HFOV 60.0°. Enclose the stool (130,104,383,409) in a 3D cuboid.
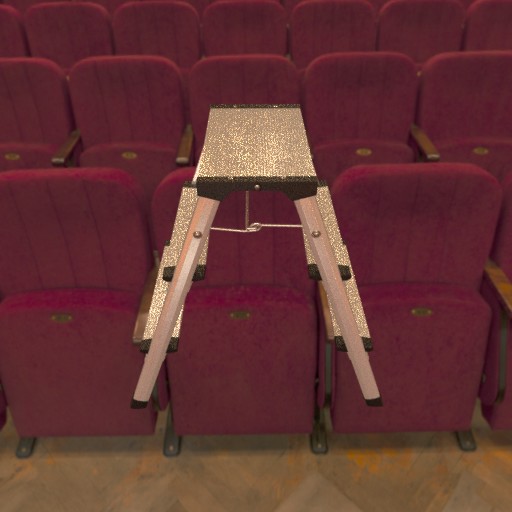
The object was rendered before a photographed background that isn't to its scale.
[{"bbox_3d":[0.000,0.000,1.059,0.622,0.605,0.437,0,40,0],"label":"stool"}]
